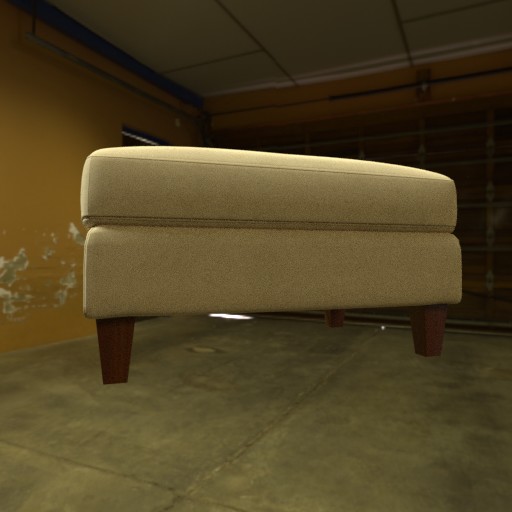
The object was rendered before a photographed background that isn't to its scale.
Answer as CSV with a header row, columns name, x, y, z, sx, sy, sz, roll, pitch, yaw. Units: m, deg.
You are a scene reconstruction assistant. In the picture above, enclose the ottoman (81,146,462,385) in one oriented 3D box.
name,x,y,z,sx,sy,sz,roll,pitch,yaw
ottoman,0.000,0.000,1.188,0.864,0.483,0.584,0,0,-19
